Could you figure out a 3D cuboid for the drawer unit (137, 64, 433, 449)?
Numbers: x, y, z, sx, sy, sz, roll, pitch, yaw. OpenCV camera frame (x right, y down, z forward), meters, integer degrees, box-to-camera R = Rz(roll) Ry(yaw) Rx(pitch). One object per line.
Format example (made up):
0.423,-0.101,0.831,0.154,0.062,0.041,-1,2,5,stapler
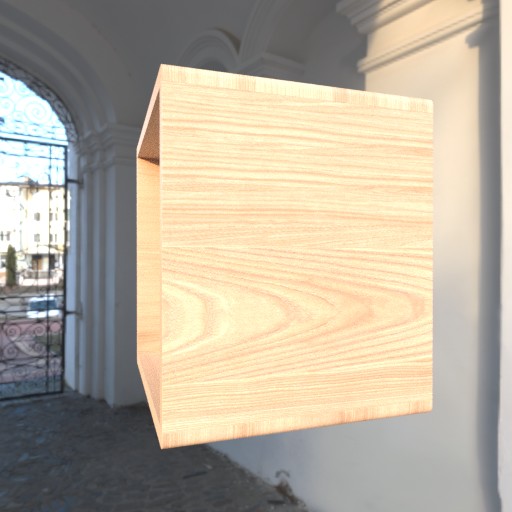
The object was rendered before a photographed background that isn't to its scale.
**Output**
0.000,0.000,0.599,0.290,0.344,0.344,0,0,-19,drawer unit
